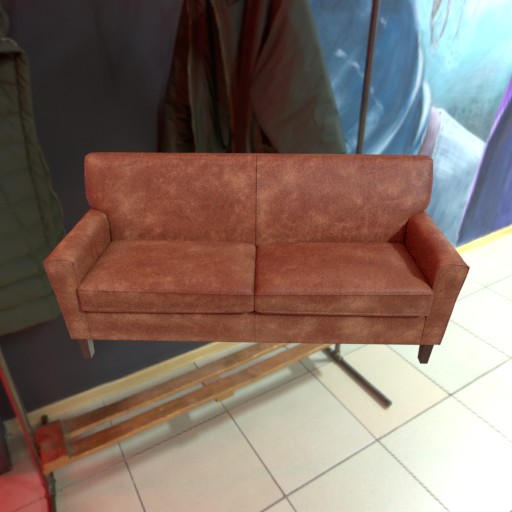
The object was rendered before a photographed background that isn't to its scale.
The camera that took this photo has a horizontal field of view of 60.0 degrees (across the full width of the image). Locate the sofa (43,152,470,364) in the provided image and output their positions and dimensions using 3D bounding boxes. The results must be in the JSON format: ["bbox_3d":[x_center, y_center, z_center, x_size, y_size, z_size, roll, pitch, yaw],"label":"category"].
[{"bbox_3d":[0.000,0.000,2.510,2.053,0.947,0.805,1,30,1],"label":"sofa"}]
